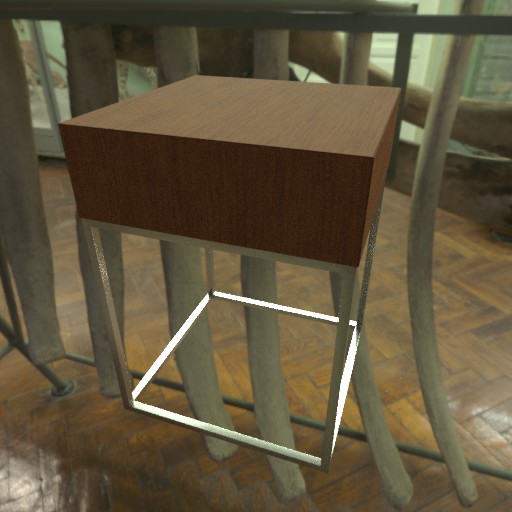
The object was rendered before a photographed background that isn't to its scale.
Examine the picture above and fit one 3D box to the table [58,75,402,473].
[{"bbox_3d":[0.000,0.000,0.809,0.398,0.540,0.397,10,33,17],"label":"table"}]
